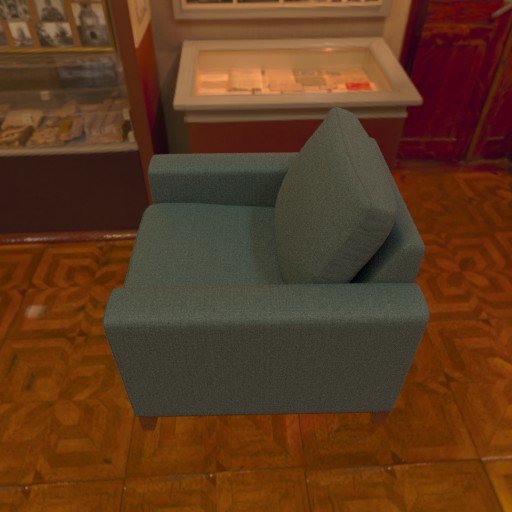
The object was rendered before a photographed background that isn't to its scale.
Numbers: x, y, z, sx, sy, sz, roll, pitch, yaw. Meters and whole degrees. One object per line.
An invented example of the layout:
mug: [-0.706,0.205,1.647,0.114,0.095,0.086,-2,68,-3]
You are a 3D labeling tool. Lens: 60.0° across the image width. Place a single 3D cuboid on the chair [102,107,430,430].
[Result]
chair: [0.000,0.000,1.836,1.038,1.010,1.024,-1,42,-1]
